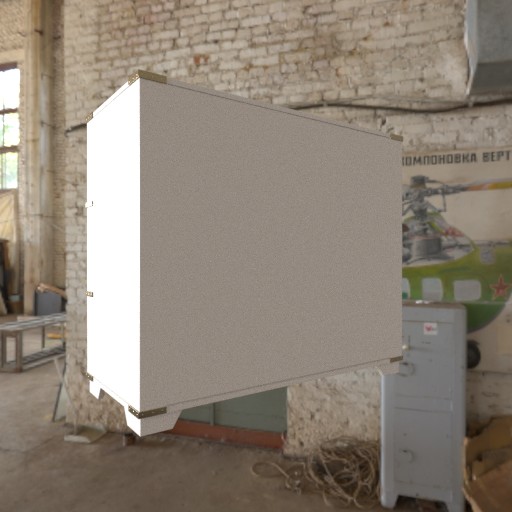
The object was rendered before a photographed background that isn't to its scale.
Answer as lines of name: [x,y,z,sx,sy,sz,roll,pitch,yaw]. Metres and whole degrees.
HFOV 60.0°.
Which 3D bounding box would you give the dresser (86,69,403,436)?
dresser: [0.000,0.000,1.540,1.022,0.891,0.460,0,0,-36]
